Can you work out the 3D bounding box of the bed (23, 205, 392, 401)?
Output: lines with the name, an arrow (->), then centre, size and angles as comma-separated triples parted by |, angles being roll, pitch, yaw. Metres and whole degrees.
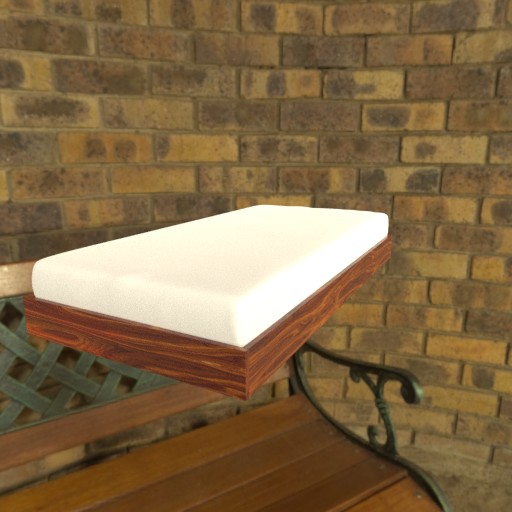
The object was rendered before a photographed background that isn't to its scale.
bed -> 0.000, 0.000, 2.201 | 0.940, 0.312, 1.860 | 7, 16, 27
